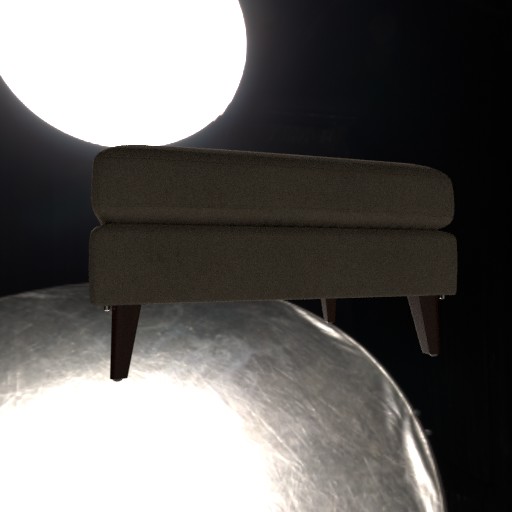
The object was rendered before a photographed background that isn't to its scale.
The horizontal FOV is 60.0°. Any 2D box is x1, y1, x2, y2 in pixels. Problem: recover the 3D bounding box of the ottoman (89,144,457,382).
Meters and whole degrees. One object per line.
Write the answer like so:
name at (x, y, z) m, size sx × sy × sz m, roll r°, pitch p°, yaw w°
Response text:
ottoman at (0.000, 0.000, 1.208) m, size 0.823 × 0.478 × 0.610 m, roll 0°, pitch 0°, yaw -17°
